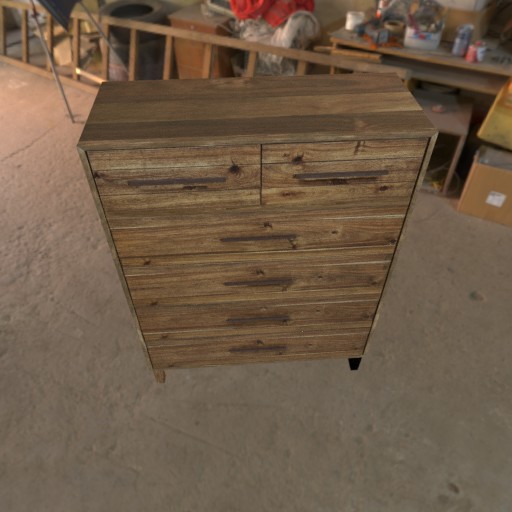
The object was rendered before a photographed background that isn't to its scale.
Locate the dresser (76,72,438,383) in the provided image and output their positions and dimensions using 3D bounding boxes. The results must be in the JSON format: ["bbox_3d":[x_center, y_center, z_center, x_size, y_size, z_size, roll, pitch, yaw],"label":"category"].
[{"bbox_3d":[0.000,0.000,1.936,1.062,1.393,0.442,-3,45,-3],"label":"dresser"}]
